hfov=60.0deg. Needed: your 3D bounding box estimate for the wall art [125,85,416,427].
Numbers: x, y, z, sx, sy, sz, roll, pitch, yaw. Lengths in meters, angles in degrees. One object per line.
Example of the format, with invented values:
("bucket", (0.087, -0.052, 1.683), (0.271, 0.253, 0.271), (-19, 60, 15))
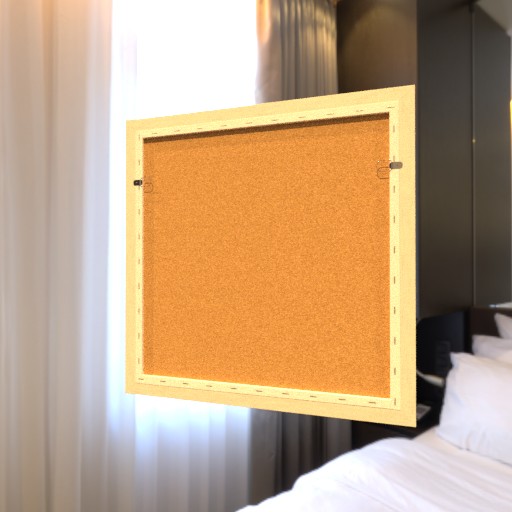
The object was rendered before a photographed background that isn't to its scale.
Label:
("wall art", (0.000, 0.000, 1.501), (1.016, 1.016, 0.045), (0, -1, 19))
